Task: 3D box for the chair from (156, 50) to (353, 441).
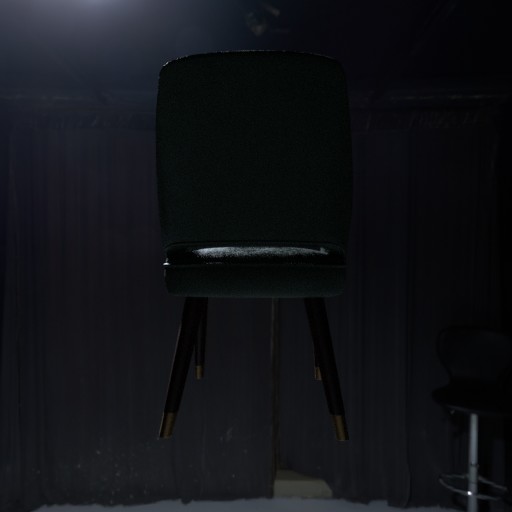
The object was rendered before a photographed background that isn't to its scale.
[{"bbox_3d":[0.000,0.000,1.543,0.683,1.081,0.794,0,1,2],"label":"chair"}]
